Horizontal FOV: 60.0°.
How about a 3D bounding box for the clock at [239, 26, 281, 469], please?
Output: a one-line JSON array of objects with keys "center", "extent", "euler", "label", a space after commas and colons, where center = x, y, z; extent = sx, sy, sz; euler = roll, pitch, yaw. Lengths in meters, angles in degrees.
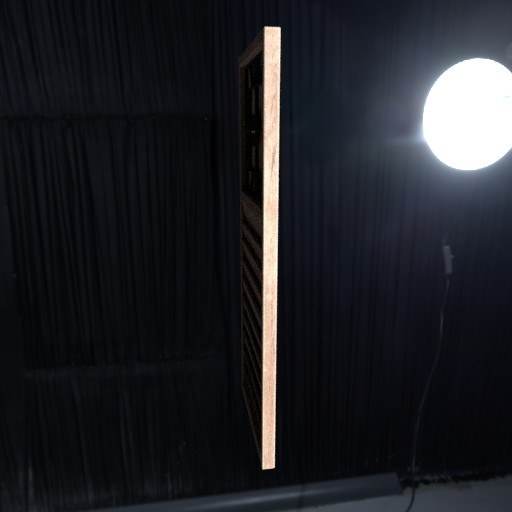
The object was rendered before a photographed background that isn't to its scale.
[{"center": [0.000, 0.000, 1.107], "extent": [0.030, 0.965, 0.361], "euler": [-3, 16, -9], "label": "clock"}]
